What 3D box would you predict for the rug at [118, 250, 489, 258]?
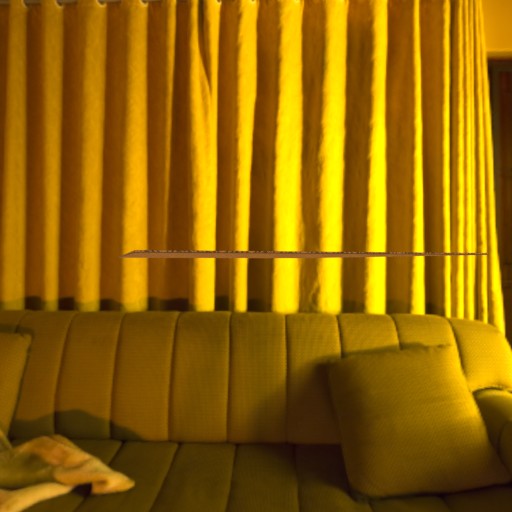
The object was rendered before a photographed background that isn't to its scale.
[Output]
[{"bbox_3d":[0.000,0.000,4.244,2.439,0.014,3.207,0,-1,-19],"label":"rug"}]
